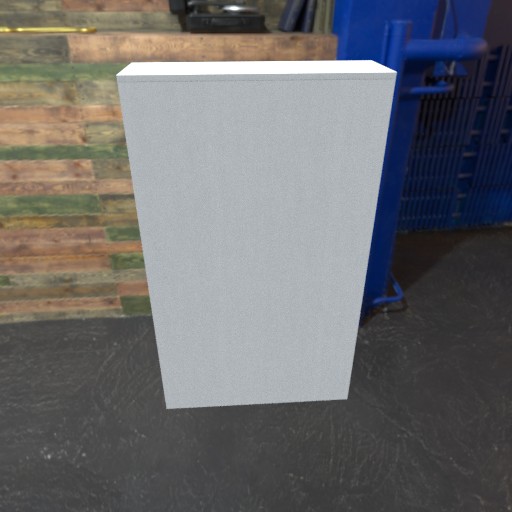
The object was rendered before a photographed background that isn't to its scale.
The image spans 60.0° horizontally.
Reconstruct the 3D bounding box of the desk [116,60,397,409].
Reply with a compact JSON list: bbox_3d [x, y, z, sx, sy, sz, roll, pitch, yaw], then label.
[{"bbox_3d":[0.000,0.000,1.615,0.750,1.280,0.250,-2,31,-3],"label":"desk"}]
